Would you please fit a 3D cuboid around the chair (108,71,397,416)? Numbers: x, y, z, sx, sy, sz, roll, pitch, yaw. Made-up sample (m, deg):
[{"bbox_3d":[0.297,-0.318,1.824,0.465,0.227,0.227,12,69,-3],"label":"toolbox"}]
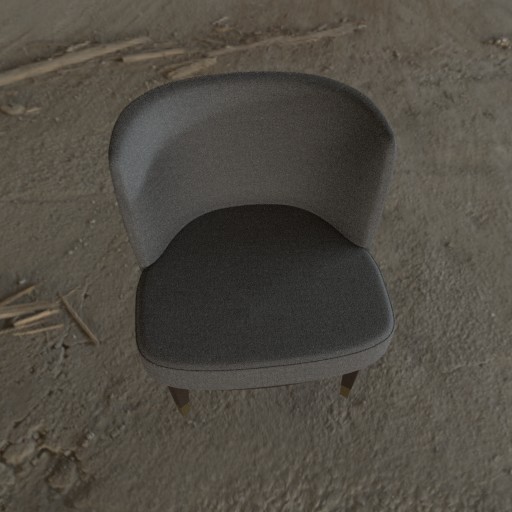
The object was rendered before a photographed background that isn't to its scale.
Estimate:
[{"bbox_3d":[0.000,0.000,1.202,0.639,0.695,0.698,-5,49,-4],"label":"chair"}]
